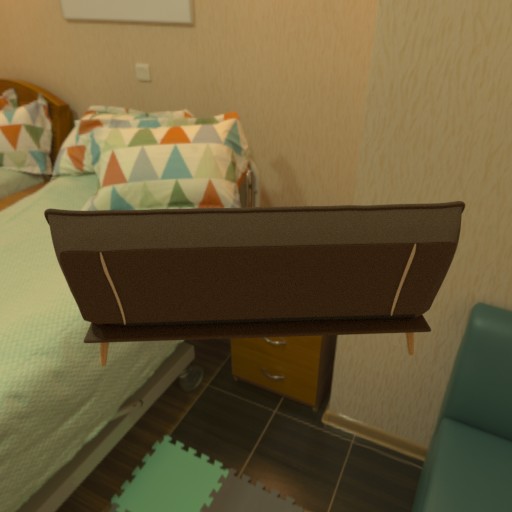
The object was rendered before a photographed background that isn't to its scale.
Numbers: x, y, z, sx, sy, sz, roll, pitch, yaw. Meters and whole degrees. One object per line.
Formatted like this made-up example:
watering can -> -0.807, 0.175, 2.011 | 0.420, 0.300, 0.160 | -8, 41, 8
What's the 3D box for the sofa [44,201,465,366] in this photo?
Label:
sofa -> 0.000, 0.000, 2.505 | 1.940, 0.890, 0.950 | -1, 30, -2
